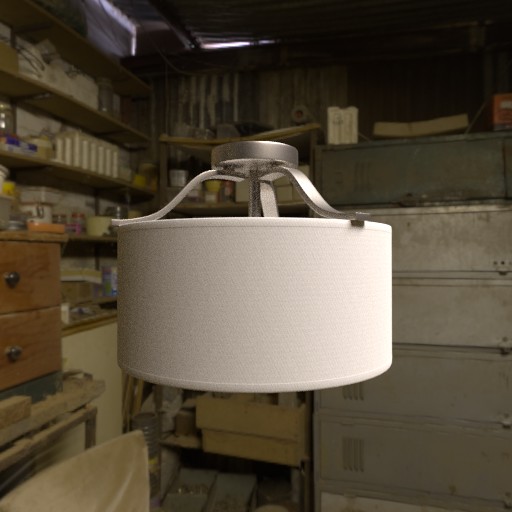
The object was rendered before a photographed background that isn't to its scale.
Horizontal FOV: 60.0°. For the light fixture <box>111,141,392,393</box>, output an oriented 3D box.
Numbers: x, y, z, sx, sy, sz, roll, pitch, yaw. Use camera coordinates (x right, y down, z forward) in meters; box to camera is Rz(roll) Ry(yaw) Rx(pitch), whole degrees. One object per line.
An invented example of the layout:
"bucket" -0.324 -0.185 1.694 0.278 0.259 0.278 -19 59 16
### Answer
"light fixture" 0.000 0.000 0.652 0.395 0.304 0.395 0 -1 0
